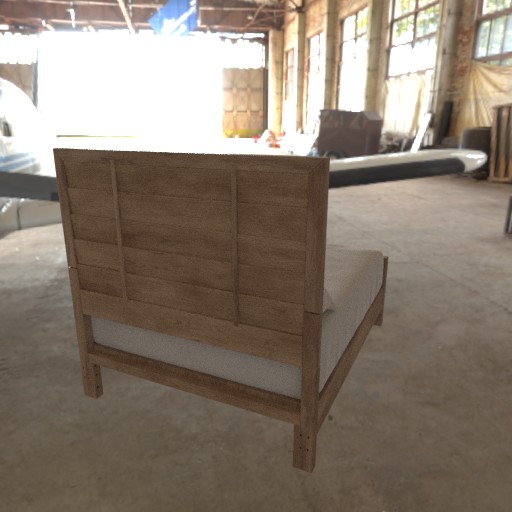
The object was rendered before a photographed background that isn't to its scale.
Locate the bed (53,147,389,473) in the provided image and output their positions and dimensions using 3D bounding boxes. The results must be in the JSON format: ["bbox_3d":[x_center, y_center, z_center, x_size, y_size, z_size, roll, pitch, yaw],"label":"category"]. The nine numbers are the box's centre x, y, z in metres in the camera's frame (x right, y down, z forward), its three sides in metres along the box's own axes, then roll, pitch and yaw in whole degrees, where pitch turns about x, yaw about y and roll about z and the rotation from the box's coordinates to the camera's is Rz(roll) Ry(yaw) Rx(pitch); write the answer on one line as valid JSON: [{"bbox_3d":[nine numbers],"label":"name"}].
[{"bbox_3d":[0.000,0.000,3.298,1.615,1.631,2.017,8,19,24],"label":"bed"}]
